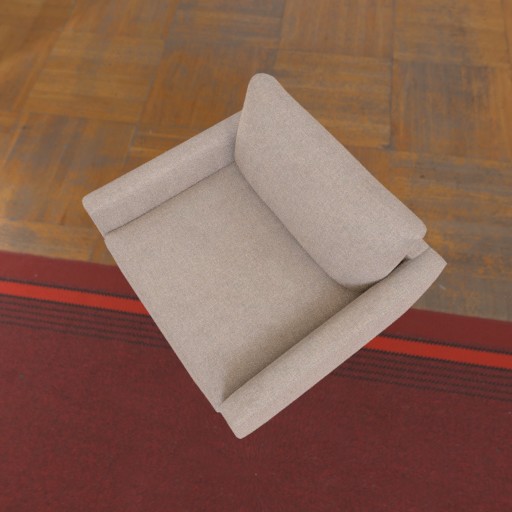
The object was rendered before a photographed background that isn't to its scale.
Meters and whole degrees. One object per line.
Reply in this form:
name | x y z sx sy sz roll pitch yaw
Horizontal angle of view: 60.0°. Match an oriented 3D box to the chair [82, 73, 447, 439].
chair | 0.000 0.000 1.648 0.866 0.861 0.963 -34 68 -15
